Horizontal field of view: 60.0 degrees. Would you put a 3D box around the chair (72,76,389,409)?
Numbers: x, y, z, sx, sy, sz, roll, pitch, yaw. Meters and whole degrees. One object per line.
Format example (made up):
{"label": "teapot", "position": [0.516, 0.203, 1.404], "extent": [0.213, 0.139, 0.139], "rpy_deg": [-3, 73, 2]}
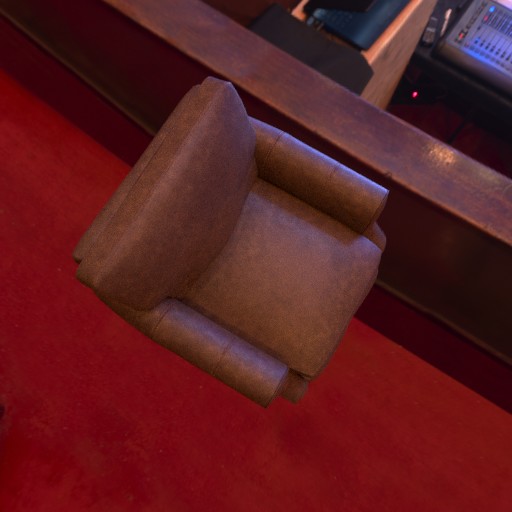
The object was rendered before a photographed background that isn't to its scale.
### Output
{"label": "chair", "position": [0.000, 0.000, 1.823], "extent": [1.002, 0.976, 0.996], "rpy_deg": [30, 78, 7]}
